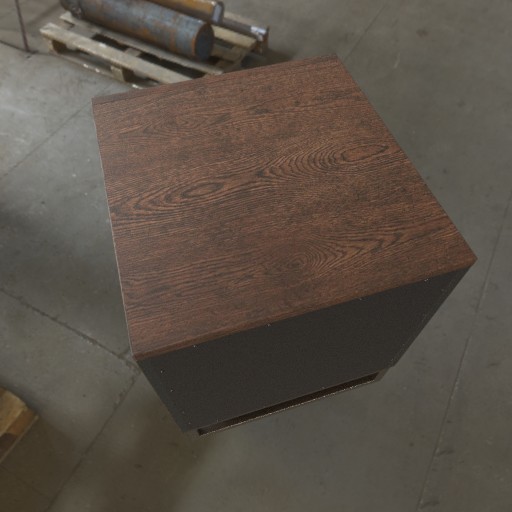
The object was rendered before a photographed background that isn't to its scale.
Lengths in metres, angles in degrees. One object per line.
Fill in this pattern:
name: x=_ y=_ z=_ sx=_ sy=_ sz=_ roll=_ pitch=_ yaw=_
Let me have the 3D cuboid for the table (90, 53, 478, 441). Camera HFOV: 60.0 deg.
table: x=0.000 y=0.000 z=0.998 sx=0.506 sy=0.582 sz=0.566 roll=-14 pitch=58 yaw=-9
